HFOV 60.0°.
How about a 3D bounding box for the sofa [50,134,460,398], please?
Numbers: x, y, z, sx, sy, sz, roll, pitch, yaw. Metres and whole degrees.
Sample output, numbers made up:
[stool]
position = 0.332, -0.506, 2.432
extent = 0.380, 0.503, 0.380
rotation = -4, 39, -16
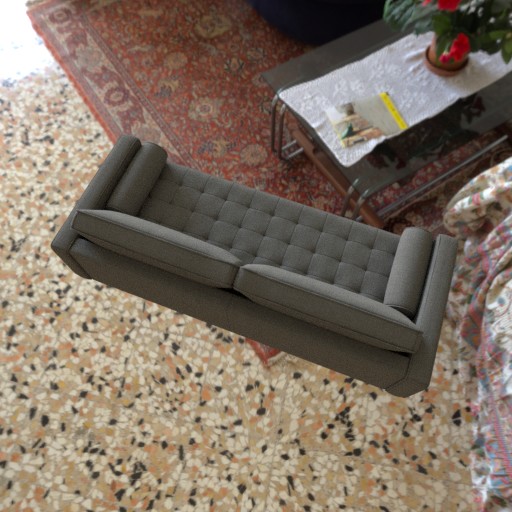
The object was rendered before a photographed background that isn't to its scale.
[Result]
[sofa]
position = 0.000, 0.000, 2.708
extent = 2.198, 0.762, 0.914
rotation = 19, 66, 9
